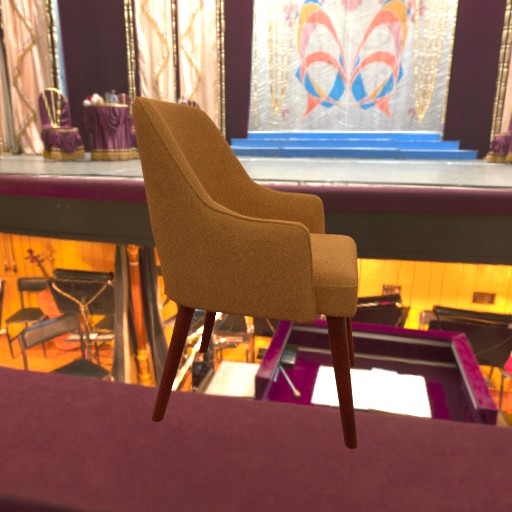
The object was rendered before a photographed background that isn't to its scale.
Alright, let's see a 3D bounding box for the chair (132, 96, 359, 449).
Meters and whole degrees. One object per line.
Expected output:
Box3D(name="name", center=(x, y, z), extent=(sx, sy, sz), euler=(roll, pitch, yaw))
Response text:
Box3D(name="chair", center=(0.000, 0.000, 1.259), extent=(0.605, 0.849, 0.548), euler=(3, 15, 11))
